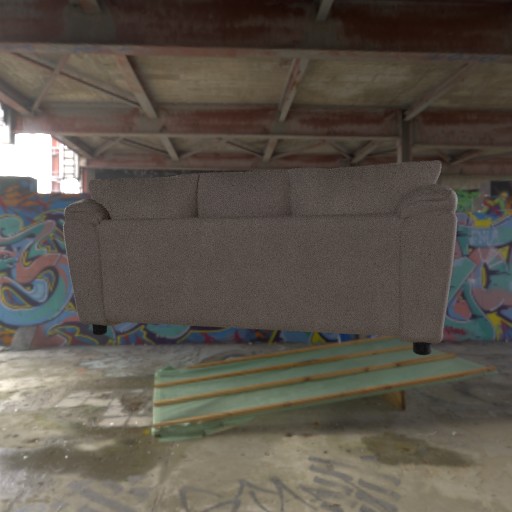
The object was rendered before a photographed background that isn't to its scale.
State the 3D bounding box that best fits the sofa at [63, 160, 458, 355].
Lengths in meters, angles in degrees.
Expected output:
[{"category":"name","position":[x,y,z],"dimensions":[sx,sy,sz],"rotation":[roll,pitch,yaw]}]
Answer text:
[{"category":"sofa","position":[0.000,0.000,2.813],"dimensions":[2.334,0.996,0.878],"rotation":[0,0,17]}]
